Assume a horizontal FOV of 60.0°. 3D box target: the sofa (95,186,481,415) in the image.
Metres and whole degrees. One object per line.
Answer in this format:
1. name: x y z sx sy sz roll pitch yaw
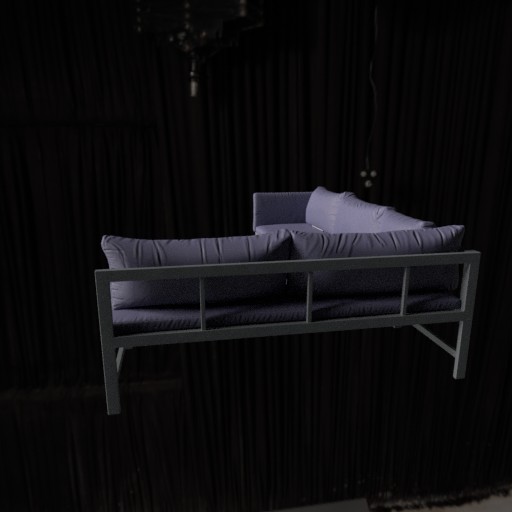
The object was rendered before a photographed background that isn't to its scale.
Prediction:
1. sofa: 0.000 0.000 2.928 1.658 0.762 2.149 -3 15 -10
